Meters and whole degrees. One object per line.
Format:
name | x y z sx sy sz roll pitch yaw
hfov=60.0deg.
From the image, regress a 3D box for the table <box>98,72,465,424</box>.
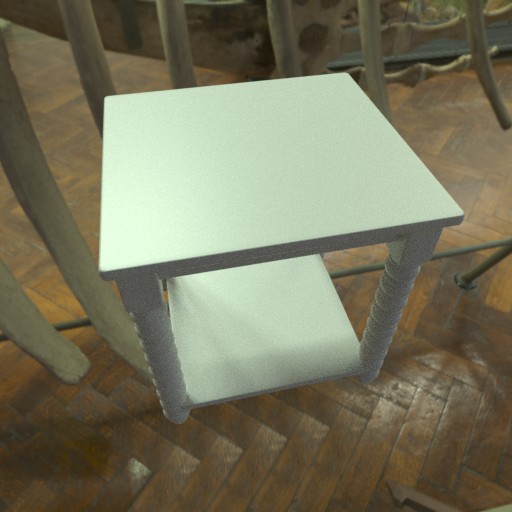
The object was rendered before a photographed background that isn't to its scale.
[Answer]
table | 0.000 0.000 0.985 0.533 0.563 0.500 -9 47 -9
